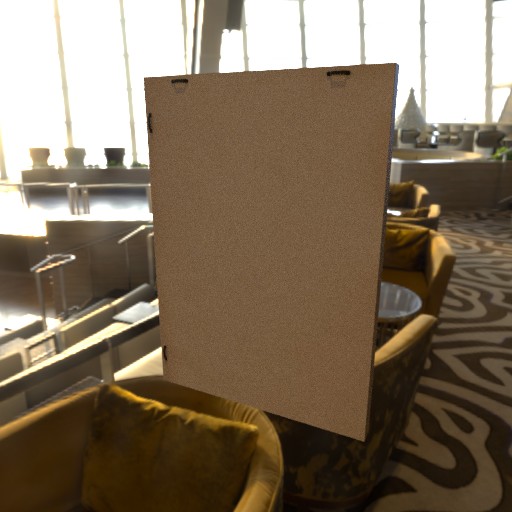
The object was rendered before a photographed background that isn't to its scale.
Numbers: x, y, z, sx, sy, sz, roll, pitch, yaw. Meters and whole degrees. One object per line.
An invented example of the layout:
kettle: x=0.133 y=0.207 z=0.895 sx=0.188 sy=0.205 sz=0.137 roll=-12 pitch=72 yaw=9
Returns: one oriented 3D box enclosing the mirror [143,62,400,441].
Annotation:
mirror: x=0.000 y=0.000 z=0.918 sx=0.508 sy=0.711 sz=0.039 roll=8 pitch=18 yaw=25
